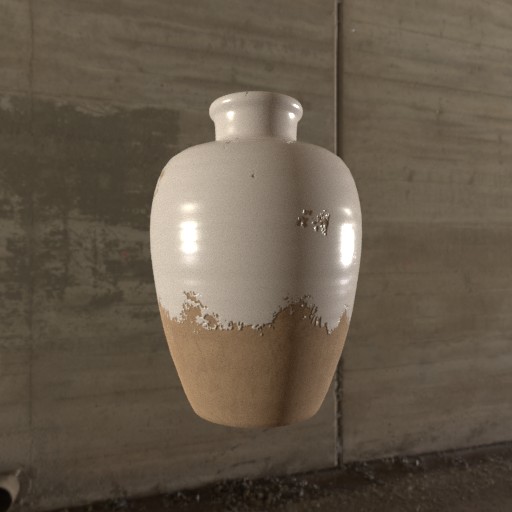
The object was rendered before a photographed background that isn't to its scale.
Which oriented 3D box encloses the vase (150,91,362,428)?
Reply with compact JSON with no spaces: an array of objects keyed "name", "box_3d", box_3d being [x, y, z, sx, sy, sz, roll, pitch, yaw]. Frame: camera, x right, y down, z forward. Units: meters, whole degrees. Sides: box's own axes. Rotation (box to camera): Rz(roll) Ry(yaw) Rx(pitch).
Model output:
[{"name":"vase","box_3d":[0.000,0.000,0.340,0.158,0.228,0.158,0,0,0]}]
